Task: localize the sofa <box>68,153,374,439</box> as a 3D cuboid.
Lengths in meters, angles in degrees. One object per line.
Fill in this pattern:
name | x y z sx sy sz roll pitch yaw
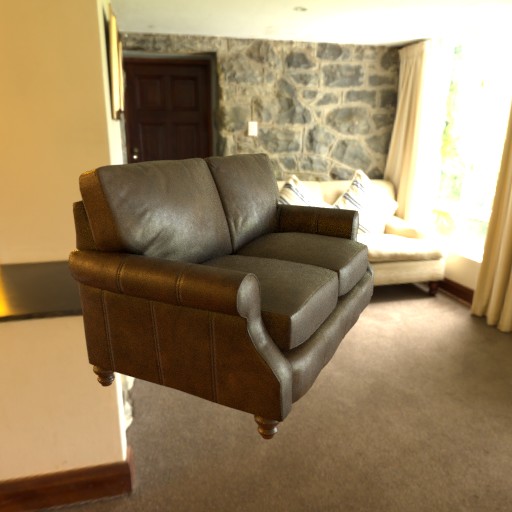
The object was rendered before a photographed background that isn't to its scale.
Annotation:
sofa | 0.000 0.000 2.268 0.990 0.976 1.616 7 17 25
